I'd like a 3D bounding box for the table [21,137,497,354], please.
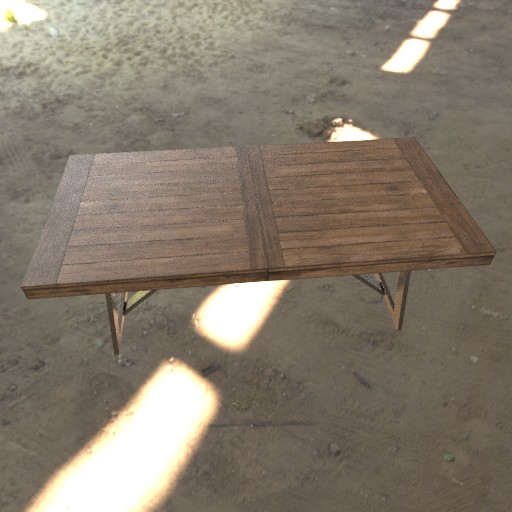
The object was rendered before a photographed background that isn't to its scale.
[{"bbox_3d":[0.000,0.000,2.324,1.867,0.757,0.931,-4,44,-4],"label":"table"}]
